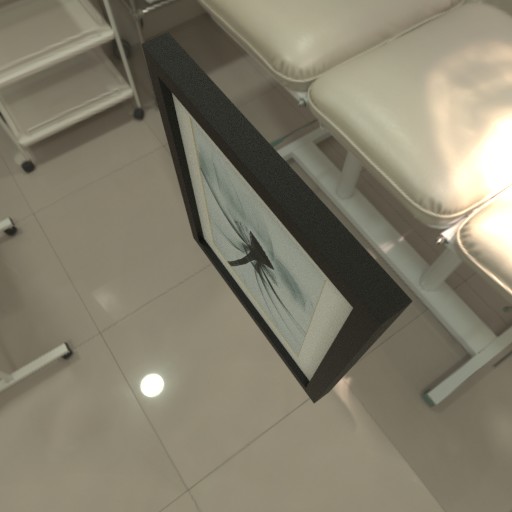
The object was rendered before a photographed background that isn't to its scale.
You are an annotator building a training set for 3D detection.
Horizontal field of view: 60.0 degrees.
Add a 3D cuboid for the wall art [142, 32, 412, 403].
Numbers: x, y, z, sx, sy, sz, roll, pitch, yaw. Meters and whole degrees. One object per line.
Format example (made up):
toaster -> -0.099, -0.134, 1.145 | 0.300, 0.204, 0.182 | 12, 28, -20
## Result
wall art -> 0.000, 0.000, 0.528 | 0.029, 0.381, 0.330 | -32, 68, -15
